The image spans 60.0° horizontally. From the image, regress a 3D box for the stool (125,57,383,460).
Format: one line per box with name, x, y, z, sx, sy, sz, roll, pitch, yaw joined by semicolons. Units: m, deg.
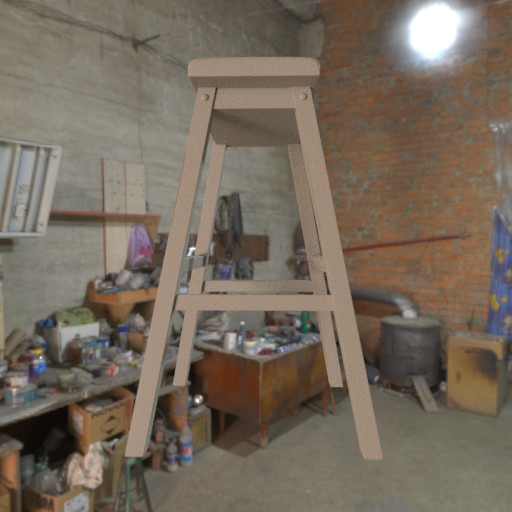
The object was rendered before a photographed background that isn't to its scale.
stool;0.000;0.000;1.037;0.476;0.737;0.457;0;1;1
